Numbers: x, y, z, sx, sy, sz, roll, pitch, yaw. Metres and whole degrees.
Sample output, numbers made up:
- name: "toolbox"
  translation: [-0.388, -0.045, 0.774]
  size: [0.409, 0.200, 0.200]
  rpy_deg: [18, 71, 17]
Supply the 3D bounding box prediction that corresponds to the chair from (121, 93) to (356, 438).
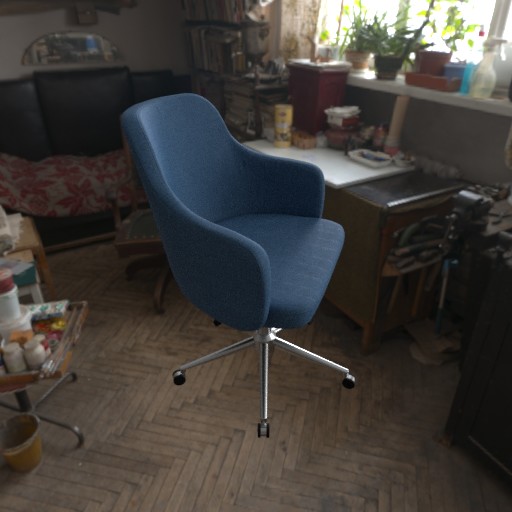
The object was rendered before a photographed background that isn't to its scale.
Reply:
- name: "chair"
  translation: [0.000, 0.000, 1.279]
  size: [0.655, 0.820, 0.599]
  rpy_deg: [10, 32, 17]
